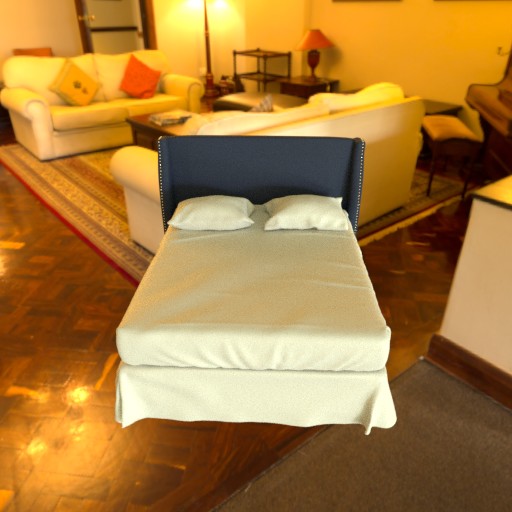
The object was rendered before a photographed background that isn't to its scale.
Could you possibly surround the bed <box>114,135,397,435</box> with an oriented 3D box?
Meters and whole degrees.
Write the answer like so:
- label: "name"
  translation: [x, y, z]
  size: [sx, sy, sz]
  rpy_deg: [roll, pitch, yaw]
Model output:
- label: "bed"
  translation: [0.000, 0.000, 3.479]
  size: [1.925, 1.332, 2.276]
  rpy_deg: [1, 29, 2]
